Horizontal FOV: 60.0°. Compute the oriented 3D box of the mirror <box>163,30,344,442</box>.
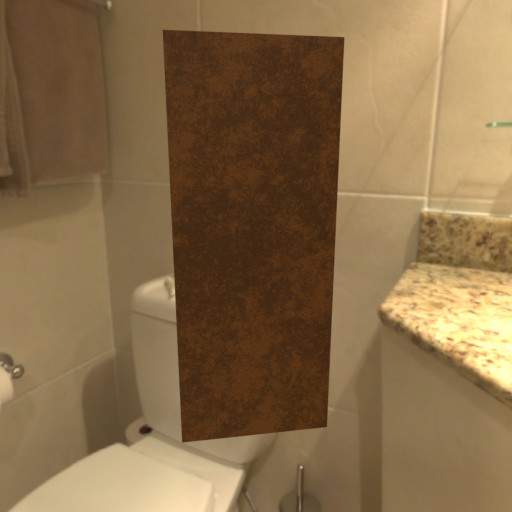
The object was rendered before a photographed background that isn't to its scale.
[{"bbox_3d":[0.000,0.000,2.219,0.812,2.031,0.032,-2,14,-9],"label":"mirror"}]
